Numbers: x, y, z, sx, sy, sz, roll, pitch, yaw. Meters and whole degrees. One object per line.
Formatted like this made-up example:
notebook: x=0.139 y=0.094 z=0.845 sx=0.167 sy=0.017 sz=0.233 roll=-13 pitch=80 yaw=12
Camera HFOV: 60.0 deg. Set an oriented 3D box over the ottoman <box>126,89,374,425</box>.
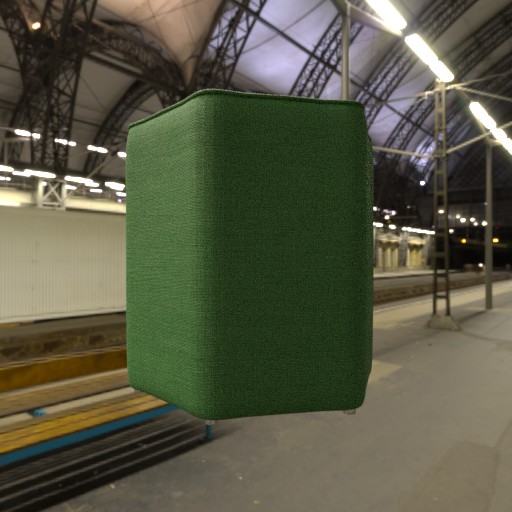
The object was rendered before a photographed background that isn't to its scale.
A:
ottoman: x=0.000 y=0.000 z=0.881 sx=0.444 sy=0.507 sz=0.499 roll=0 pitch=-1 yaw=18
